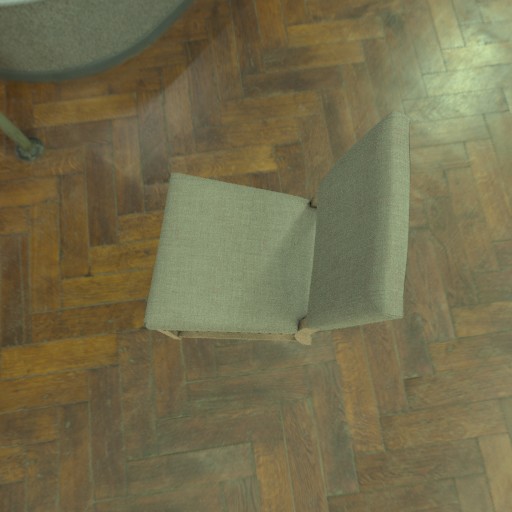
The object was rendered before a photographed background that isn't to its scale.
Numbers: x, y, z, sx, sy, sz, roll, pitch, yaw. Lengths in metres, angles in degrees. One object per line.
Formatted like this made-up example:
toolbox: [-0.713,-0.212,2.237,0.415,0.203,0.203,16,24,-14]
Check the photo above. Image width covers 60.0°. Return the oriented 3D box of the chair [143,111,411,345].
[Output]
chair: [0.000,0.000,1.352,0.622,0.986,0.508,7,75,2]
